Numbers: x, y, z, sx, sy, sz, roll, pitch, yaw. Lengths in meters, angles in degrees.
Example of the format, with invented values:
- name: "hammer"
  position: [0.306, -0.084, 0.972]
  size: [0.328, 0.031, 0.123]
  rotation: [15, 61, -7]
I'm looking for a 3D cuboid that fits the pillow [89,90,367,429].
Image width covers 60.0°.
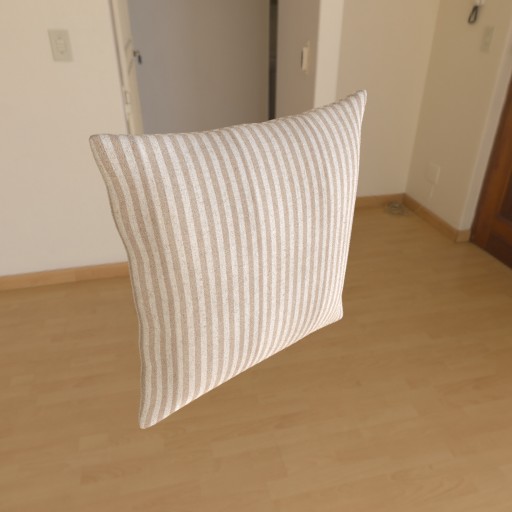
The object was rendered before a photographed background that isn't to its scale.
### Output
- name: "pillow"
  position: [0.000, 0.000, 0.791]
  size: [0.523, 0.510, 0.166]
  rotation: [-22, 36, -33]
